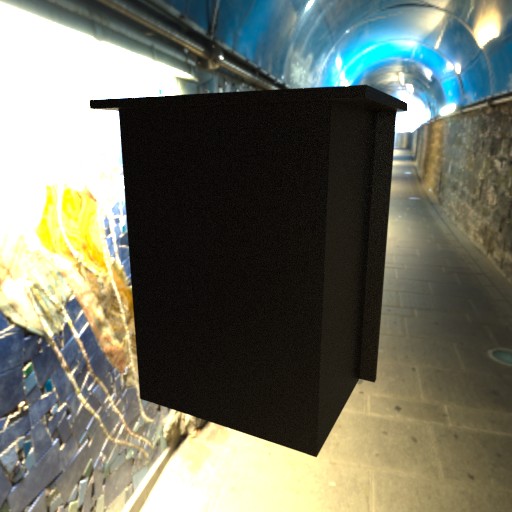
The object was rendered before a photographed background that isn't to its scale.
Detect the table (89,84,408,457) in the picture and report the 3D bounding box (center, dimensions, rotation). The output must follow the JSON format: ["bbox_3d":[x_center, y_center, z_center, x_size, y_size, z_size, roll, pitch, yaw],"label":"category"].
[{"bbox_3d":[0.000,0.000,1.077,0.589,0.711,0.408,7,16,26],"label":"table"}]
